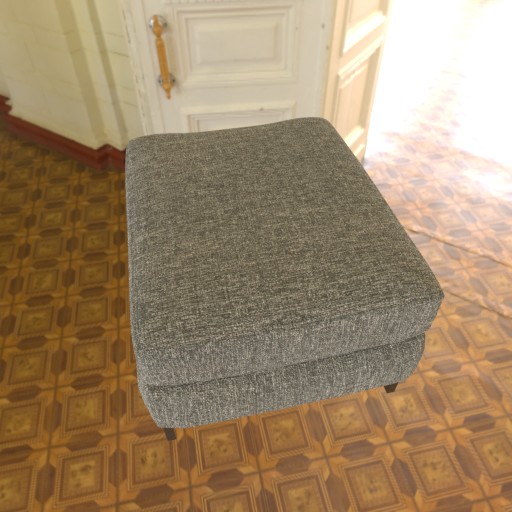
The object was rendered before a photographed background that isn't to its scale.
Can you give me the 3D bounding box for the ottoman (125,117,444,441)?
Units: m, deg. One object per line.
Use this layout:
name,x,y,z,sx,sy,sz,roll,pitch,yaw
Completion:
ottoman,0.000,0.000,1.242,0.683,0.480,0.828,-9,46,-9
